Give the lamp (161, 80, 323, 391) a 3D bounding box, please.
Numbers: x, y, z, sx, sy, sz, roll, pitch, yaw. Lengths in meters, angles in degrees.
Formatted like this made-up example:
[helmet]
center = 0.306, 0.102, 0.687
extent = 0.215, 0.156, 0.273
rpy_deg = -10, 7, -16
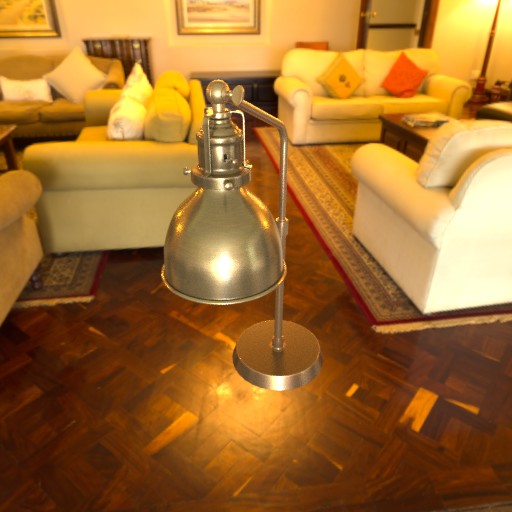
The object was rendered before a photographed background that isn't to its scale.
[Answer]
[lamp]
center = 0.000, 0.000, 0.591
extent = 0.153, 0.456, 0.286
rpy_deg = 18, 34, 29
